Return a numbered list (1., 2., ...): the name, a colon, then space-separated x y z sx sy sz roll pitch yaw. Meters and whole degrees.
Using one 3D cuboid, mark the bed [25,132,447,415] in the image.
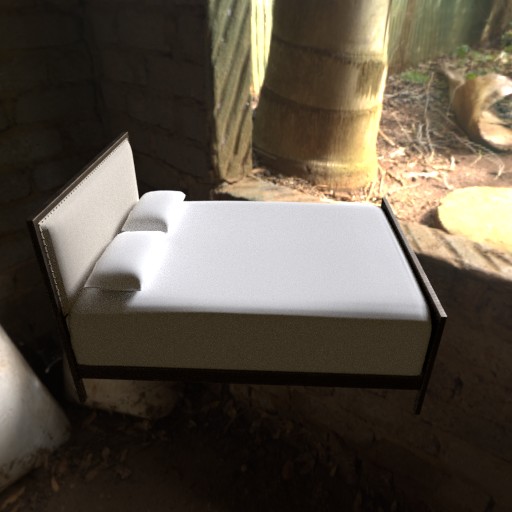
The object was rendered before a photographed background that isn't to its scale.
1. bed: 0.000 0.000 3.182 2.221 1.313 1.607 1 31 2
